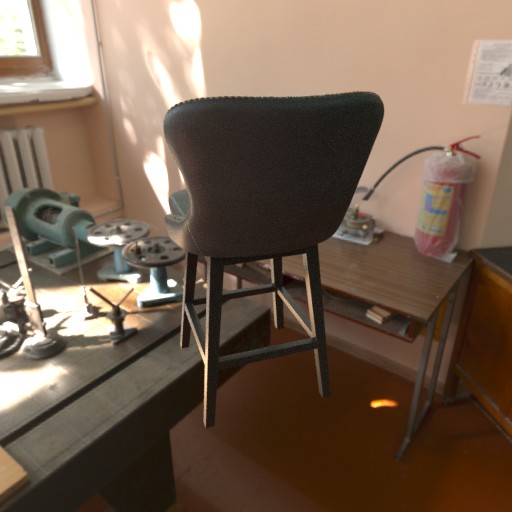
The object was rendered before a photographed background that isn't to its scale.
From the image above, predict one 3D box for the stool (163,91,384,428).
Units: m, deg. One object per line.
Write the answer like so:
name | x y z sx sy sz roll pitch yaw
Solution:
stool | 0.000 0.000 1.336 0.528 0.971 0.593 -8 27 -17
